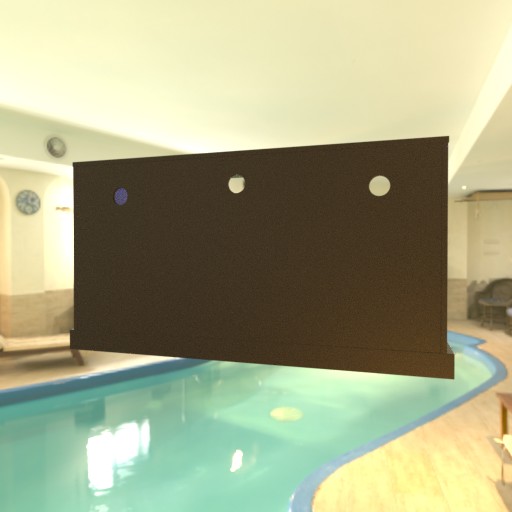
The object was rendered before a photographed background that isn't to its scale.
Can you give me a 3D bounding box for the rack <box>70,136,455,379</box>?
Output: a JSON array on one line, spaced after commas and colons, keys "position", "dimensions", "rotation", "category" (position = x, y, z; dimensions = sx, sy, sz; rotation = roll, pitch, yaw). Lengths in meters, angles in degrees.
[{"position": [0.000, 0.000, 1.520], "dimensions": [1.206, 0.635, 0.399], "rotation": [0, 1, 17], "category": "rack"}]
